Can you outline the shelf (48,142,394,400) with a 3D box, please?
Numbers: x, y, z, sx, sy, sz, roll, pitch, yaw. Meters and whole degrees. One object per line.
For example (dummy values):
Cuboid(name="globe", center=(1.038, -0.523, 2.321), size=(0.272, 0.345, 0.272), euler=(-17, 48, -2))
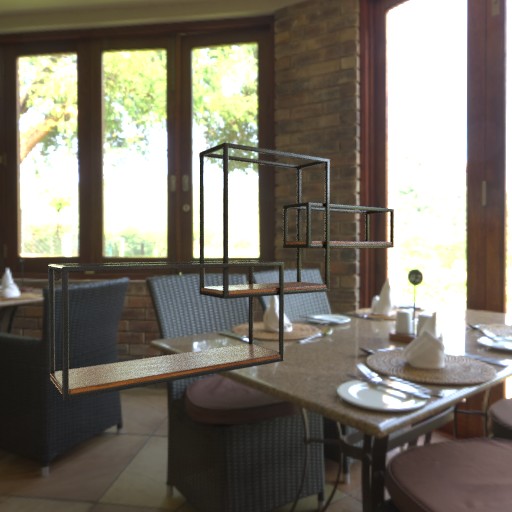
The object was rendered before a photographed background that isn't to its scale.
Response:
Cuboid(name="shelf", center=(0.000, 0.000, 2.122), size=(1.781, 0.972, 0.275), euler=(-1, 1, -34))
